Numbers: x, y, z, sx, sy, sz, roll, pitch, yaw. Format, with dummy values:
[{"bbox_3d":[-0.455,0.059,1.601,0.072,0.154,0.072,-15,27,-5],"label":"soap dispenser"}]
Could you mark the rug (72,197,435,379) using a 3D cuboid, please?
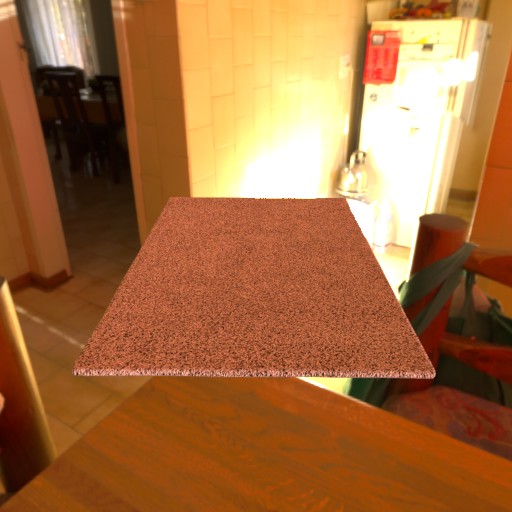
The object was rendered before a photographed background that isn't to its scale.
[{"bbox_3d":[0.000,0.000,2.268,1.219,0.030,1.778,0,26,1],"label":"rug"}]
